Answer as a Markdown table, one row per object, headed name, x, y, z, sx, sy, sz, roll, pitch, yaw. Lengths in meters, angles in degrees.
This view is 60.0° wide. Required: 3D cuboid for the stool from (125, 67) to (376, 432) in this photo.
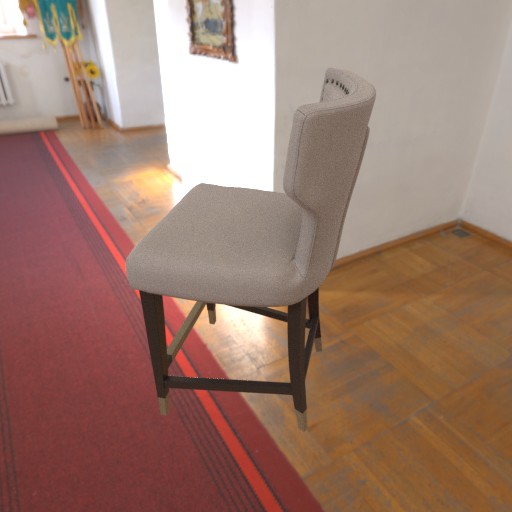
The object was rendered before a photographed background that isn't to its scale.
| name | x | y | z | sx | sy | sz | roll | pitch | yaw |
| --- | --- | --- | --- | --- | --- | --- | --- | --- | --- |
| stool | 0.000 | 0.000 | 1.311 | 0.563 | 0.982 | 0.527 | 8 | 32 | 13 |
